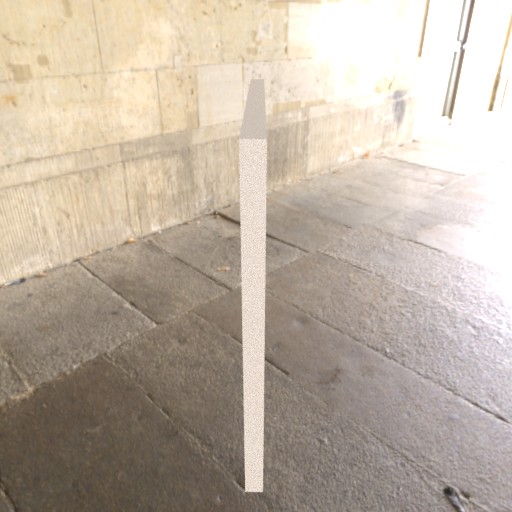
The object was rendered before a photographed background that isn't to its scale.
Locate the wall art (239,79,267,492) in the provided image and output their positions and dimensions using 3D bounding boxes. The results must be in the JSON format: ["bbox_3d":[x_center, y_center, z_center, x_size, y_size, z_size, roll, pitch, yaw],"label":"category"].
[{"bbox_3d":[0.000,0.000,0.827,0.028,0.559,0.559,0,28,1],"label":"wall art"}]
